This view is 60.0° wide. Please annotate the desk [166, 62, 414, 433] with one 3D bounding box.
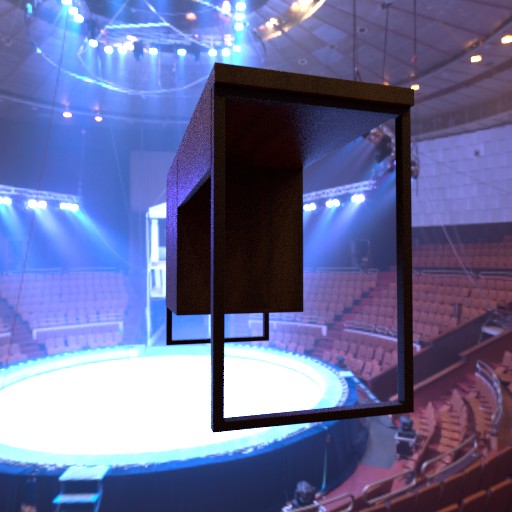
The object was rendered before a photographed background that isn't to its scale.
[{"bbox_3d":[0.000,0.000,1.506,0.511,0.752,1.134,1,-2,-16],"label":"desk"}]
